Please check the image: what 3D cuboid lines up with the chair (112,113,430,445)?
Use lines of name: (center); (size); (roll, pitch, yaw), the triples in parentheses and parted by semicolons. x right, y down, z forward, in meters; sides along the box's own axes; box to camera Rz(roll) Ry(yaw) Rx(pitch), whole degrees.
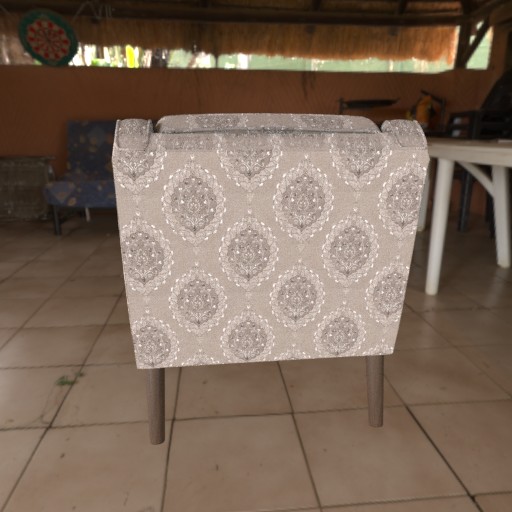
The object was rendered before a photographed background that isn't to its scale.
chair: (0.000, 0.000, 1.328); (0.665, 0.797, 0.750); (-2, 16, -6)
